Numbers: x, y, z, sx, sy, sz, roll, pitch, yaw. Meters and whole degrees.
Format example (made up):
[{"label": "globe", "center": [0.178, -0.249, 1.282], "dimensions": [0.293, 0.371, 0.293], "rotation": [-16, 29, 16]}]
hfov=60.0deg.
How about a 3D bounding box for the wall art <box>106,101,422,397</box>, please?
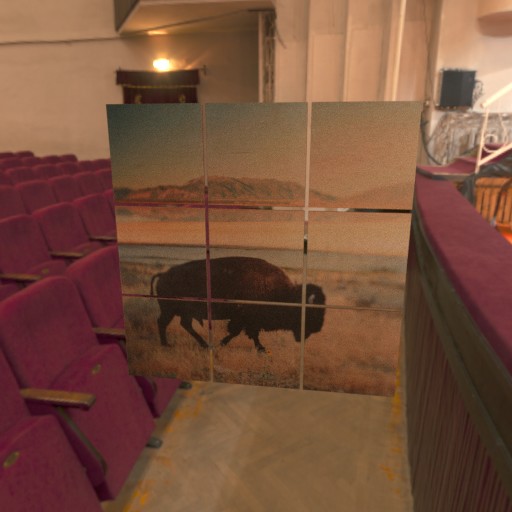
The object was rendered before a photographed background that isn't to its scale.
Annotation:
[{"label": "wall art", "center": [0.000, 0.000, 2.339], "dimensions": [1.533, 1.532, 0.019], "rotation": [2, 16, 8]}]
